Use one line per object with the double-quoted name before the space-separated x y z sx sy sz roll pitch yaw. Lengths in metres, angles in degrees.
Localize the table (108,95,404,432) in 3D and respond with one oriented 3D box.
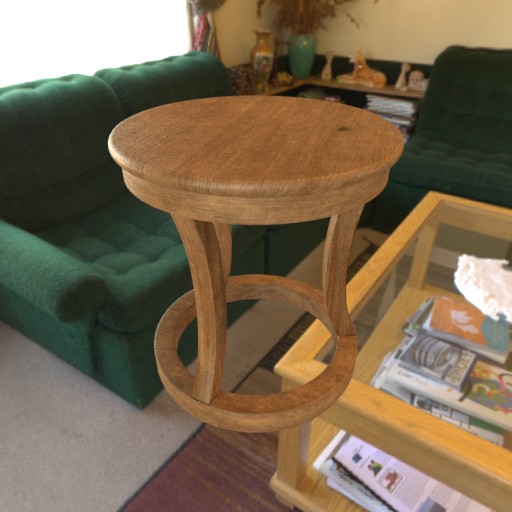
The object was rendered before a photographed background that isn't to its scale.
"table" 0.000 0.000 0.790 0.432 0.460 0.432 0 32 0
